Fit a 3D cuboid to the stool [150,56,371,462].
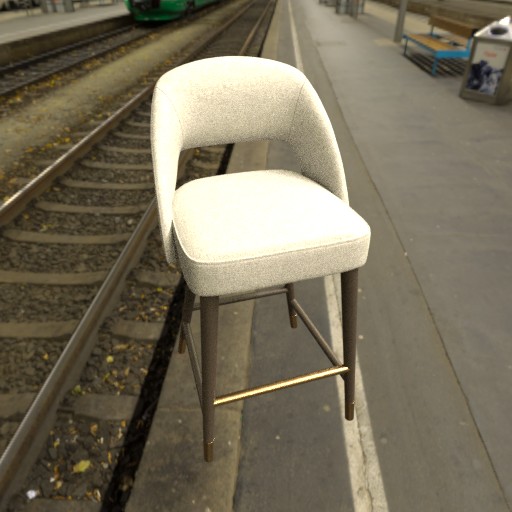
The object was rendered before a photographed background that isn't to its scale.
[{"bbox_3d":[0.000,0.000,1.212,0.494,0.940,0.509,-10,33,-15],"label":"stool"}]
